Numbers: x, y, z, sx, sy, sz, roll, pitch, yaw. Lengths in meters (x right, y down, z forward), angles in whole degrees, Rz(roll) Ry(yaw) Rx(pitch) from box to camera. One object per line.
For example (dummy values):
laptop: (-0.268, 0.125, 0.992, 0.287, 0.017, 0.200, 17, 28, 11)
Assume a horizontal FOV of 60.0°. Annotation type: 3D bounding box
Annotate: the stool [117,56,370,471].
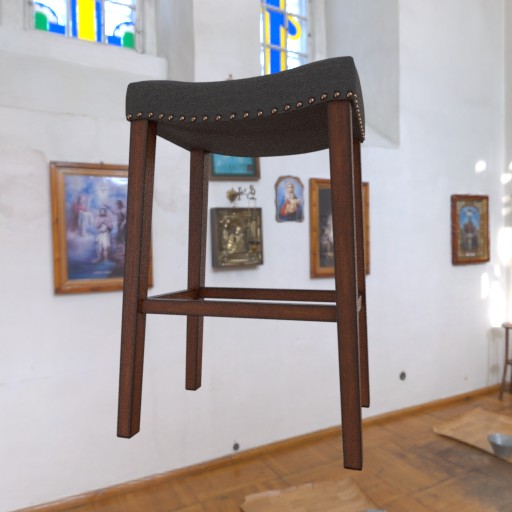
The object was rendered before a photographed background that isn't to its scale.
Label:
stool: (0.000, 0.000, 1.028, 0.502, 0.760, 0.366, 0, 1, 17)
